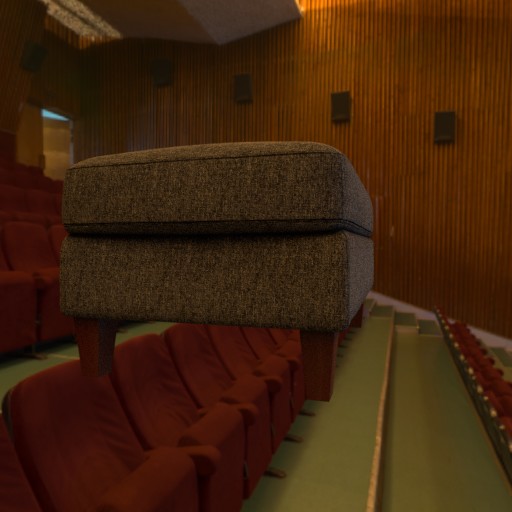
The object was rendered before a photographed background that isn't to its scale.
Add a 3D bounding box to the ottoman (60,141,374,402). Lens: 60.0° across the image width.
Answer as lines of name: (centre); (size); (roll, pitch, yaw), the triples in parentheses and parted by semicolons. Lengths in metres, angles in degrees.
ottoman: (0.000, 0.000, 1.198); (0.584, 0.483, 0.864); (0, 1, 18)
